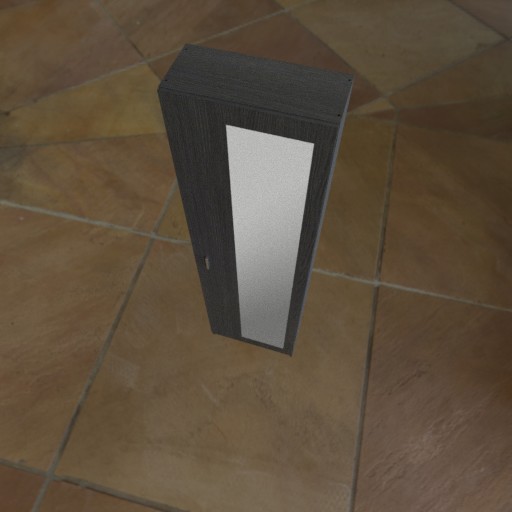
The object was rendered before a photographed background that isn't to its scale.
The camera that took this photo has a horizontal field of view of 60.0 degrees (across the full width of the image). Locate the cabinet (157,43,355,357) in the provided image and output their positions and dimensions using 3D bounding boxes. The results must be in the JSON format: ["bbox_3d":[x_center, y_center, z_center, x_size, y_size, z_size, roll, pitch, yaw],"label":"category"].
[{"bbox_3d":[0.000,0.000,1.967,0.500,1.790,0.230,15,60,9],"label":"cabinet"}]
